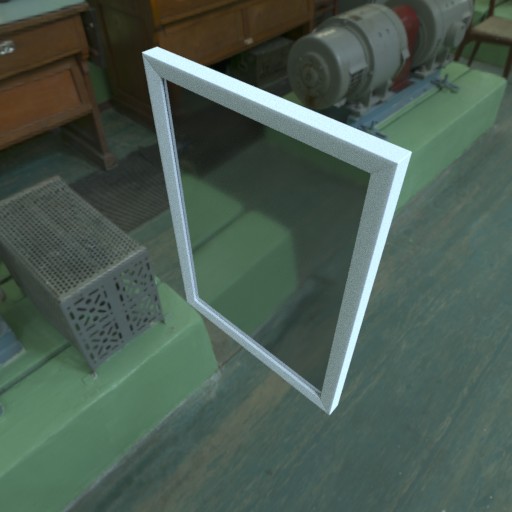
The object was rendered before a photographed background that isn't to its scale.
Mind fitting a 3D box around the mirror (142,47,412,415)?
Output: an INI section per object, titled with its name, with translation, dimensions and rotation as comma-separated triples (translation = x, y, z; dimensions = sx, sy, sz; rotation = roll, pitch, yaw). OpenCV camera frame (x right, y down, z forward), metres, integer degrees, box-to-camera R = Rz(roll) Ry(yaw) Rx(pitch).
[mirror]
translation = 0.000, 0.000, 0.928
dimensions = 0.507, 0.710, 0.040
rotation = 33, 54, 28
